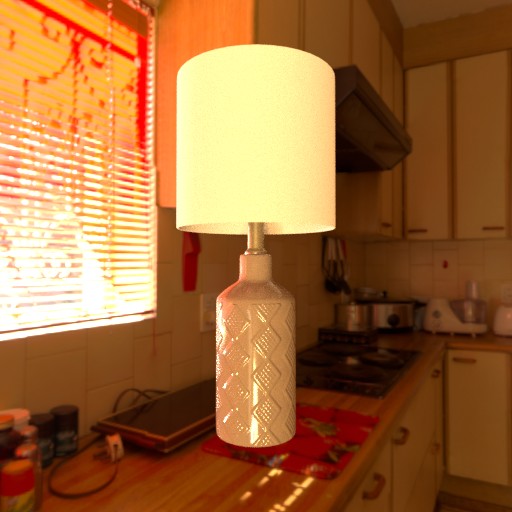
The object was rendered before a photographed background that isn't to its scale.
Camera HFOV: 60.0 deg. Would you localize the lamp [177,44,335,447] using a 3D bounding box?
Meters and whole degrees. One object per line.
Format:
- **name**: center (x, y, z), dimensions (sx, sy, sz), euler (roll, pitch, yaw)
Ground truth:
- **lamp**: center (0.000, 0.000, 0.585), dimensions (0.207, 0.461, 0.207), euler (0, -1, -1)
